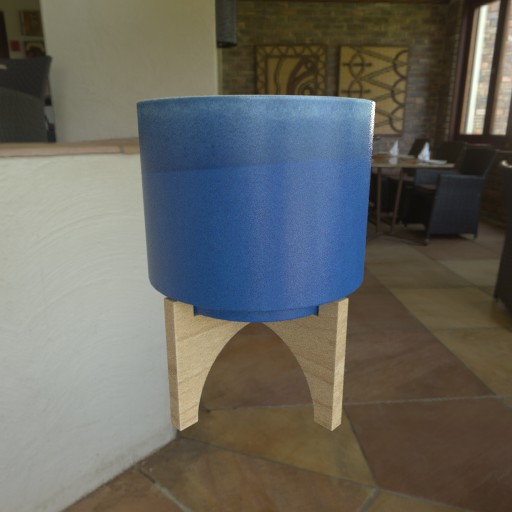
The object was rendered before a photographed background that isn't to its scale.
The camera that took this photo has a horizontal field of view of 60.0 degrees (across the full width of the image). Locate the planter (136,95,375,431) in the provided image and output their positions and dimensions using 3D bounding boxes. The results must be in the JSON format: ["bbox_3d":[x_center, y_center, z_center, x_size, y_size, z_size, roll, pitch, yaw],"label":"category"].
[{"bbox_3d":[0.000,0.000,0.404,0.192,0.263,0.192,0,16,0],"label":"planter"}]
